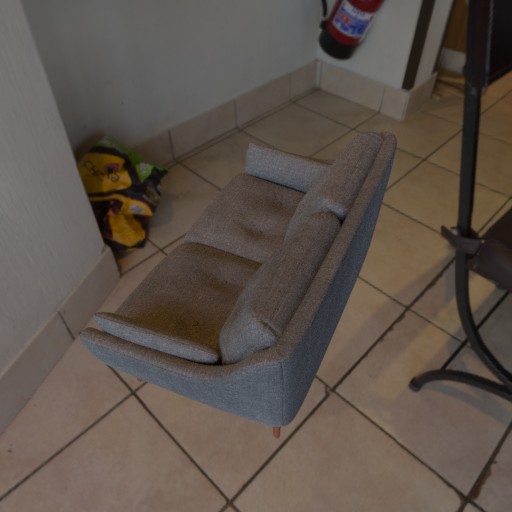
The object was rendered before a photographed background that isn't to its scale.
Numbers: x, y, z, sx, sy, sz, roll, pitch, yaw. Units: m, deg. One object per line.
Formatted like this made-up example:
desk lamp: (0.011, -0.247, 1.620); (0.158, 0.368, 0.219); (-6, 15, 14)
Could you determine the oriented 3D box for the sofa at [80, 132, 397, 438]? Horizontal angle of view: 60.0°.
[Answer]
sofa: (0.000, 0.000, 2.277); (0.976, 0.887, 1.646); (19, 49, 18)
